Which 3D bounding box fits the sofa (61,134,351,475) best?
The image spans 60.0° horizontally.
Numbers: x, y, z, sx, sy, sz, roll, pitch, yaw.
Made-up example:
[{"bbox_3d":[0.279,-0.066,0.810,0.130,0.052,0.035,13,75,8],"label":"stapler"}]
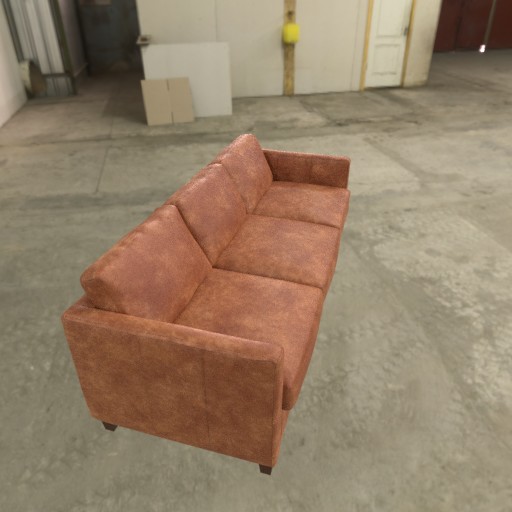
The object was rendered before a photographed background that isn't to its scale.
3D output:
[{"bbox_3d":[0.000,0.000,2.928,1.045,1.006,2.464,9,32,14],"label":"sofa"}]
